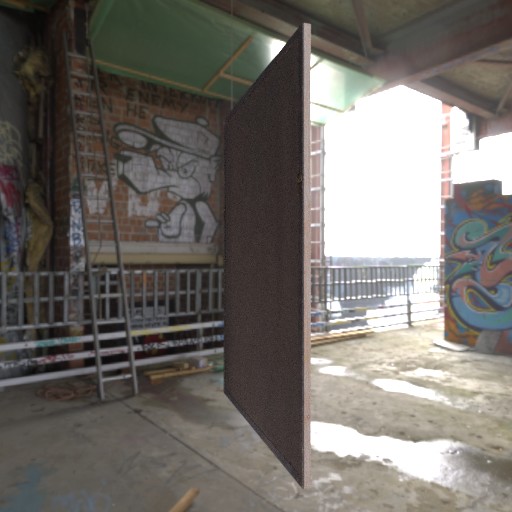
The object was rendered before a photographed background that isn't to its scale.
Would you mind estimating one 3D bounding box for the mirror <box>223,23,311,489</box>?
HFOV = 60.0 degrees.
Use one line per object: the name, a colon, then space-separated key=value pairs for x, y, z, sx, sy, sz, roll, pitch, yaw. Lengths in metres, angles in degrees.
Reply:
mirror: x=0.000 y=0.000 z=1.283 sx=0.025 sy=0.996 sz=0.705 roll=0 pitch=0 yaw=-18
